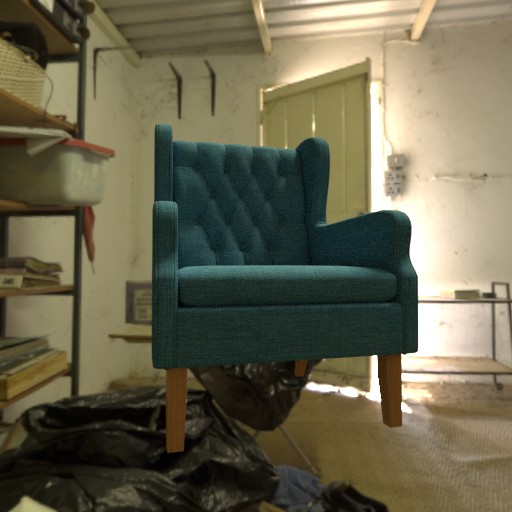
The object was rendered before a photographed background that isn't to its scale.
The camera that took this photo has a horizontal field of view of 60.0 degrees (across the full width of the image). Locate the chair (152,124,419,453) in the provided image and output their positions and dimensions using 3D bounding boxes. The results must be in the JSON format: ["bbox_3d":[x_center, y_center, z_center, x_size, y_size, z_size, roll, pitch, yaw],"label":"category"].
[{"bbox_3d":[0.000,0.000,1.486,0.711,0.952,0.775,0,-1,-16],"label":"chair"}]
